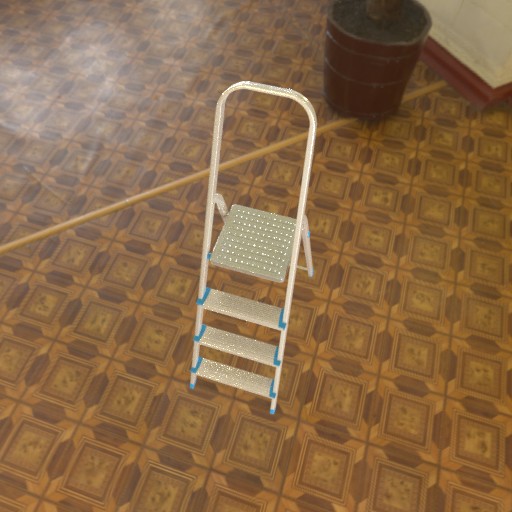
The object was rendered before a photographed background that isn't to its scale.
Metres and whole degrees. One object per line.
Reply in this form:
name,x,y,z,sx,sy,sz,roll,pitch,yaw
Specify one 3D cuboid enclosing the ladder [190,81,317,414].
ladder,0.000,0.000,1.800,0.445,1.434,0.842,15,59,9
